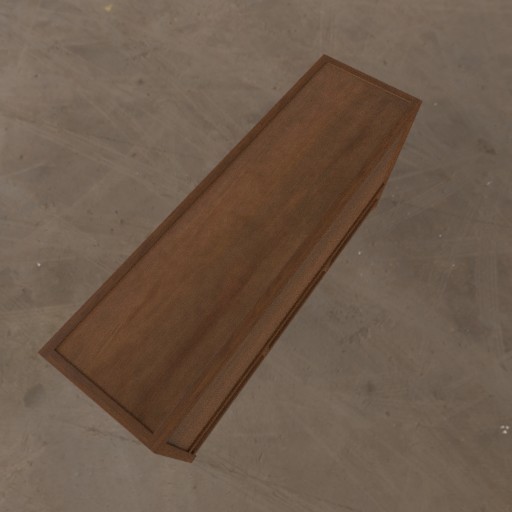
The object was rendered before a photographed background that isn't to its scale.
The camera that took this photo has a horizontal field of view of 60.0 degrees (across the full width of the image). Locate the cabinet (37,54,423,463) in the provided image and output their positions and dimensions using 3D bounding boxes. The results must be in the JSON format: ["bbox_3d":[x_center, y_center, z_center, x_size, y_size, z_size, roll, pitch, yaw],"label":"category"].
[{"bbox_3d":[0.000,0.000,2.019,0.522,0.820,1.708,33,68,15],"label":"cabinet"}]
